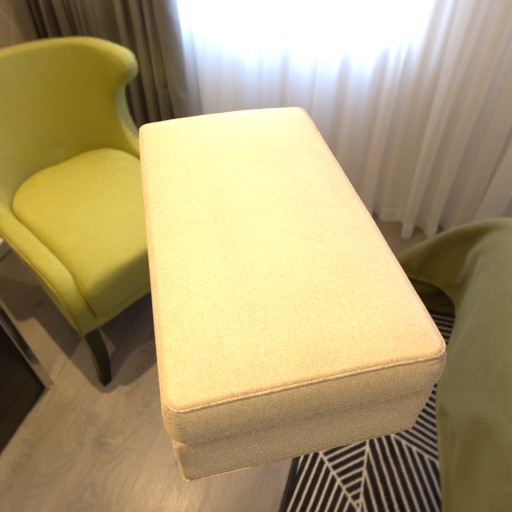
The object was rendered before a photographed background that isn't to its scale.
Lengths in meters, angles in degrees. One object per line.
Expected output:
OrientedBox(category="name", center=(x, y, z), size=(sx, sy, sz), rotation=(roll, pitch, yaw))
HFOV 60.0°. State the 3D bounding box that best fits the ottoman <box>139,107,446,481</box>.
OrientedBox(category="ottoman", center=(0.000, 0.000, 1.364), size=(0.617, 0.448, 1.097), rotation=(-9, 47, -9))
